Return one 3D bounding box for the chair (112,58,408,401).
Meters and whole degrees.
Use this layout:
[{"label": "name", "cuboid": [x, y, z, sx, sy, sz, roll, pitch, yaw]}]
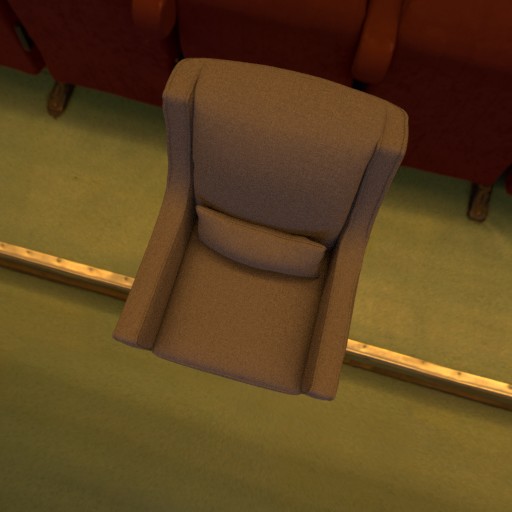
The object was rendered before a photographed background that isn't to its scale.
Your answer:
[{"label": "chair", "cuboid": [0.000, 0.000, 1.596, 0.732, 0.993, 0.879, 15, 76, 4]}]
